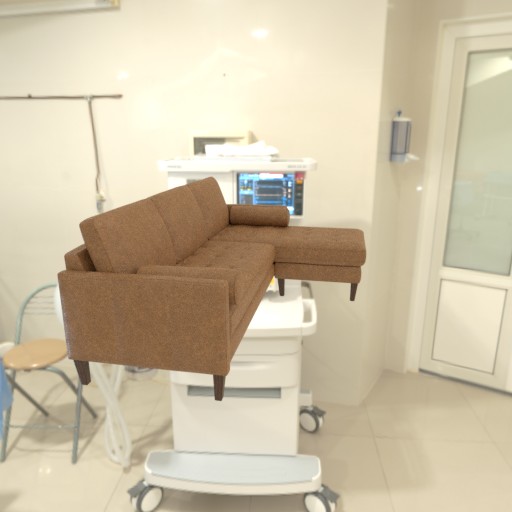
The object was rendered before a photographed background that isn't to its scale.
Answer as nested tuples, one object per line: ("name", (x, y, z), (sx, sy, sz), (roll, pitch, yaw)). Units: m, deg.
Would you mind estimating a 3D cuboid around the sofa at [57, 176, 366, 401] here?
("sofa", (0.000, 0.000, 3.017), (1.506, 0.876, 2.178), (3, 16, 11))
